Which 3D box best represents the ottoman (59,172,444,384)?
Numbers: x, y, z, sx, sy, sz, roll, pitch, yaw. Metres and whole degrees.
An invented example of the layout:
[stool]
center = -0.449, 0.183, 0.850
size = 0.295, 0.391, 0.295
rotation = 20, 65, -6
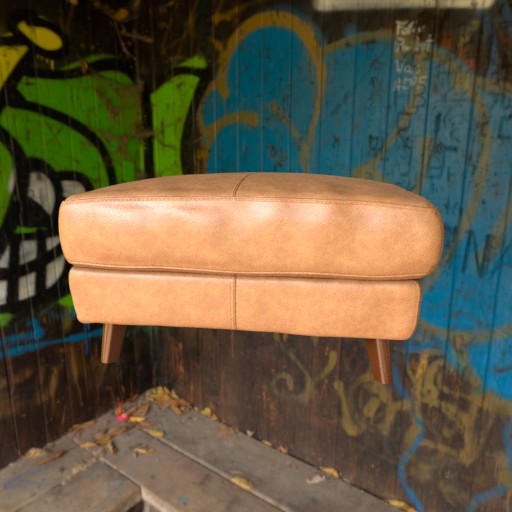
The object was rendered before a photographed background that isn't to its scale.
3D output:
[ottoman]
center = 0.000, 0.000, 1.251
size = 0.869, 0.461, 0.630
rotation = 2, 13, 9
